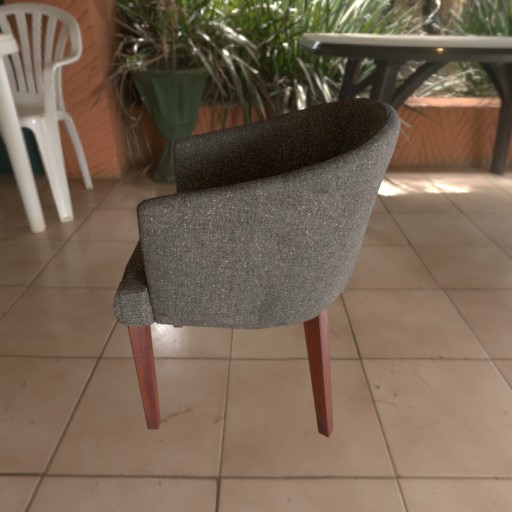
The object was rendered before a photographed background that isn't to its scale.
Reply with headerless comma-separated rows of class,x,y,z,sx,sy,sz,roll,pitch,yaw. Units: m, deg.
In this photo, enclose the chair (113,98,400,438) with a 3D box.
chair,0.000,0.000,1.231,0.655,0.811,0.583,0,28,-1
